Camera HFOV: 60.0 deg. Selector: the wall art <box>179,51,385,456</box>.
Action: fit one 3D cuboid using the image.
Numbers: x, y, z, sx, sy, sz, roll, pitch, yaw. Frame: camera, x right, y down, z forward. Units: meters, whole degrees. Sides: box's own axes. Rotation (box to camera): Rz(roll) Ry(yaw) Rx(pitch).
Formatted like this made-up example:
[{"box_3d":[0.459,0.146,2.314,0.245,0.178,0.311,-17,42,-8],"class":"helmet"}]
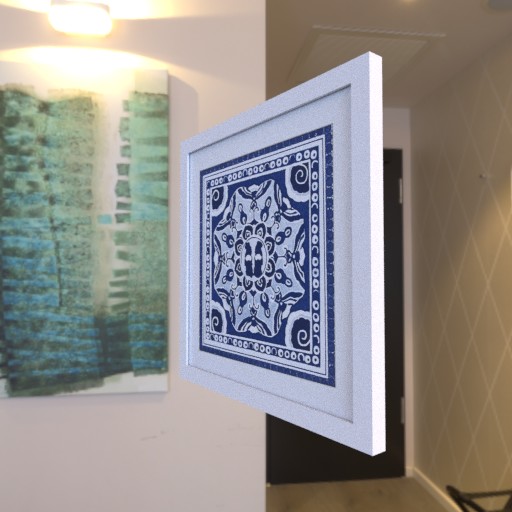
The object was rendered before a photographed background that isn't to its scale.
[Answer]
[{"box_3d":[0.000,0.000,0.842,0.028,0.559,0.559,1,-2,-37],"class":"wall art"}]
